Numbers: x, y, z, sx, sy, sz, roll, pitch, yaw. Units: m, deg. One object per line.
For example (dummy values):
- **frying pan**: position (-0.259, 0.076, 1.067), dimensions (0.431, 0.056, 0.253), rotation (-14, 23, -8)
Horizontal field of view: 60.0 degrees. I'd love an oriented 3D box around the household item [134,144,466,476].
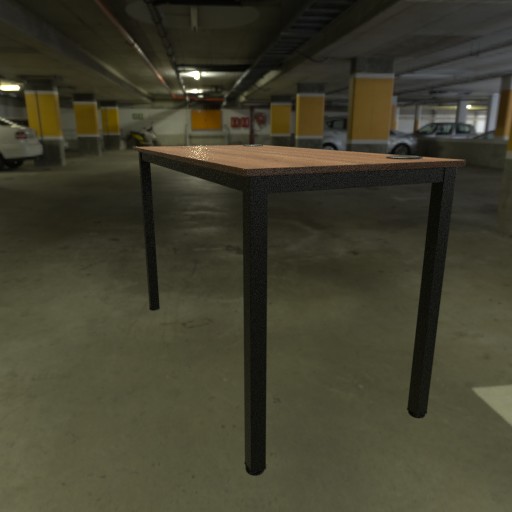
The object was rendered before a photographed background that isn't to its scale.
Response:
- **household item**: position (0.000, 0.000, 1.612), dimensions (0.600, 0.750, 1.200), rotation (-7, 18, -24)
